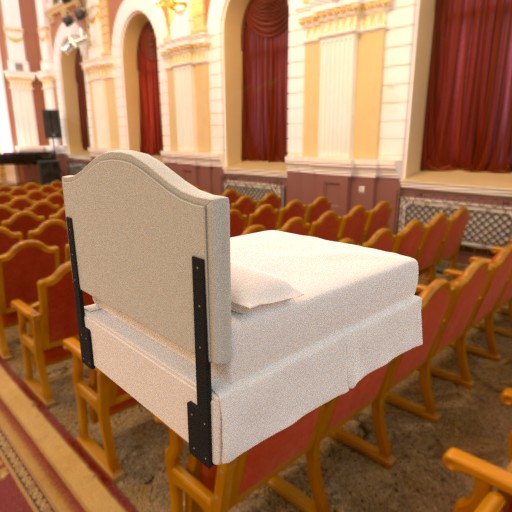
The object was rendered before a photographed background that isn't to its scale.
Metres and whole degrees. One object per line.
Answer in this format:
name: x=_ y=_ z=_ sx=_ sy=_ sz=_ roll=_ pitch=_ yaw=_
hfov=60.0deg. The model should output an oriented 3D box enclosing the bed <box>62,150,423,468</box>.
bed: x=0.000 y=0.000 z=3.386 sx=2.180 sy=1.607 sz=1.813 roll=-14 pitch=20 yaw=-42
